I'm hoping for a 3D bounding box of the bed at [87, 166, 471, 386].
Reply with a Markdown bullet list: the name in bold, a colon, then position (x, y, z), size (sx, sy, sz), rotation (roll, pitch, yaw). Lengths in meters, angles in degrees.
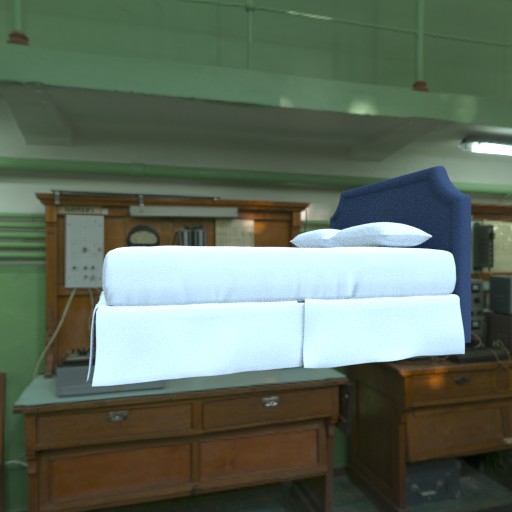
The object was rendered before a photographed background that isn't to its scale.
- **bed**: position (0.000, 0.000, 4.012), size (2.773, 1.488, 2.350), rotation (0, 0, -17)
